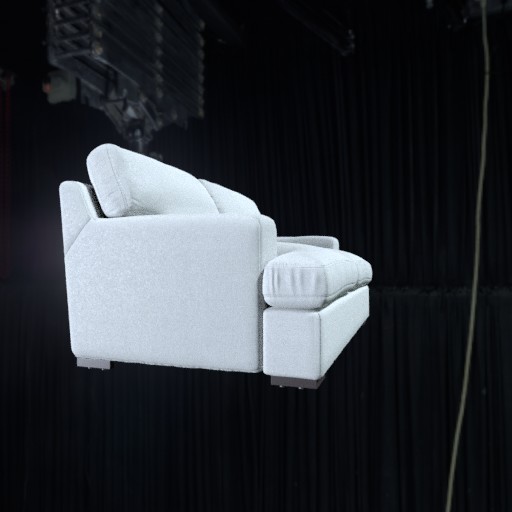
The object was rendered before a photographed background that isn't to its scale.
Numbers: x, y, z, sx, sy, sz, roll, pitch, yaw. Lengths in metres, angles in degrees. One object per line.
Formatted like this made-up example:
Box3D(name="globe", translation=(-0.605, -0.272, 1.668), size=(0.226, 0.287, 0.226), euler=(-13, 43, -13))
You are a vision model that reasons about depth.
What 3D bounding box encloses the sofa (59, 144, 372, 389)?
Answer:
Box3D(name="sofa", translation=(0.000, 0.000, 2.514), size=(1.143, 0.940, 1.880), euler=(0, -1, 19))
